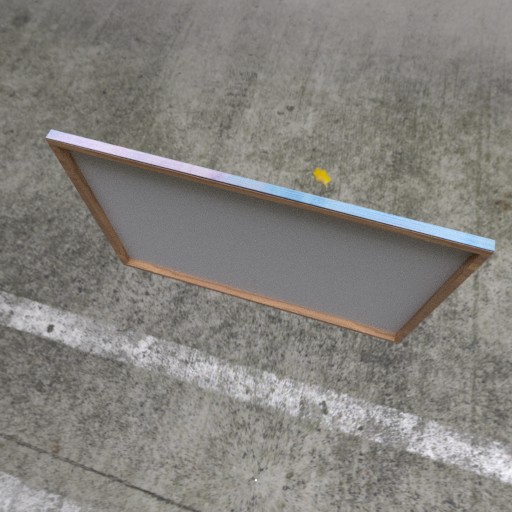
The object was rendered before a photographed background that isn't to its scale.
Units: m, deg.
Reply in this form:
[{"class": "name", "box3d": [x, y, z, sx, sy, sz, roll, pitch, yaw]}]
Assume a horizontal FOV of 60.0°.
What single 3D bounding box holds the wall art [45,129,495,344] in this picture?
[{"class": "wall art", "box3d": [0.000, 0.000, 0.755, 0.604, 0.402, 0.018, 15, 64, 8]}]
